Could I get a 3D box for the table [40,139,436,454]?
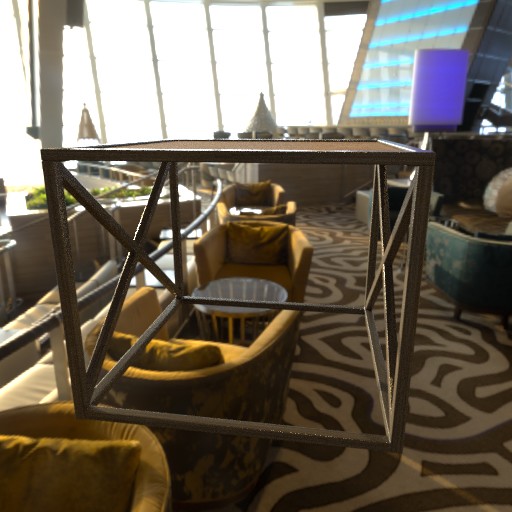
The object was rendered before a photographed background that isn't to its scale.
[{"bbox_3d":[0.000,0.000,1.028,0.609,0.507,0.611,3,16,9],"label":"table"}]
